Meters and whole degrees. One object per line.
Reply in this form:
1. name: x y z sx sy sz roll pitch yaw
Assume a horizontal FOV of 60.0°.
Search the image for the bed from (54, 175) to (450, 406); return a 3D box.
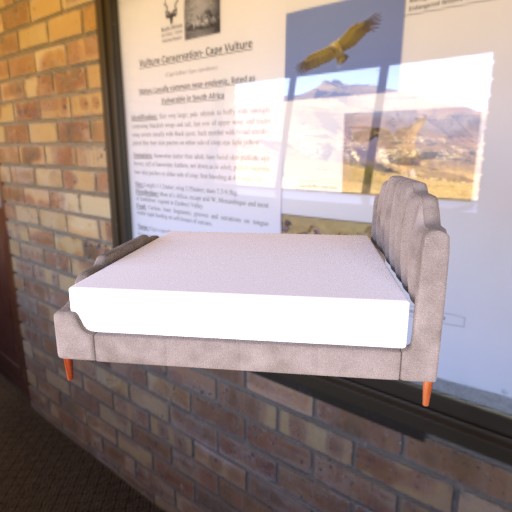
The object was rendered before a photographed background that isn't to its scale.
1. bed: 0.000 0.000 3.550 2.340 1.245 2.074 2 14 7
